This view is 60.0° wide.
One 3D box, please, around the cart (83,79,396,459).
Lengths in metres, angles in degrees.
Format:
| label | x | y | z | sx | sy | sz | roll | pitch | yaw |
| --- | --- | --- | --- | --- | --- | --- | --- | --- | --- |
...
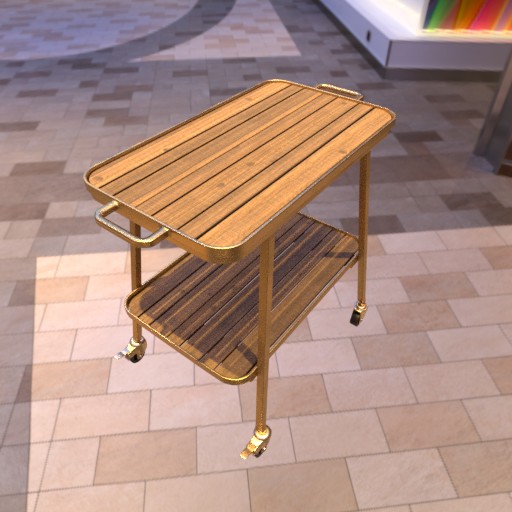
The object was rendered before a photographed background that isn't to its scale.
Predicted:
| label | x | y | z | sx | sy | sz | roll | pitch | yaw |
| --- | --- | --- | --- | --- | --- | --- | --- | --- | --- |
| cart | 0.000 | 0.000 | 1.234 | 0.524 | 0.700 | 0.806 | 27 | 48 | 27 |
